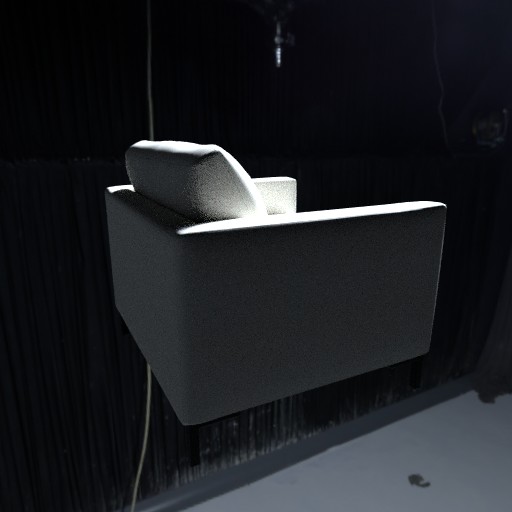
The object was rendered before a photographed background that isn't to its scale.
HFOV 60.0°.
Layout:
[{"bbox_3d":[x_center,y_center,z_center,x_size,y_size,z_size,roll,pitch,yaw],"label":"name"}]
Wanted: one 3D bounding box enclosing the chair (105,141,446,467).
[{"bbox_3d":[0.000,0.000,1.602,0.875,0.806,0.964,-8,17,-26],"label":"chair"}]
